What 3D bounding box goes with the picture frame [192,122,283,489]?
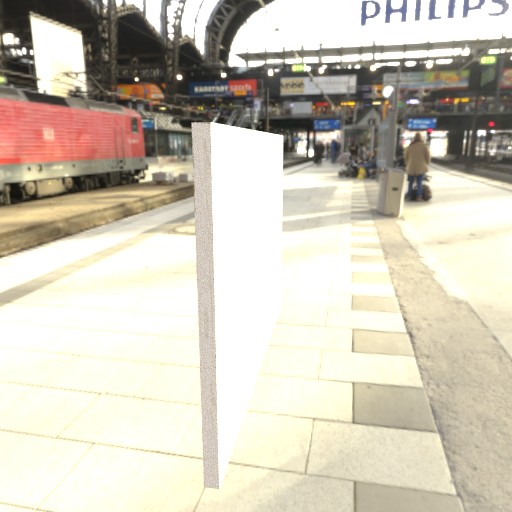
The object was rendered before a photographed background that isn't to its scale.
[{"bbox_3d":[0.000,0.000,1.186,0.029,0.640,0.950,2,14,10],"label":"picture frame"}]
